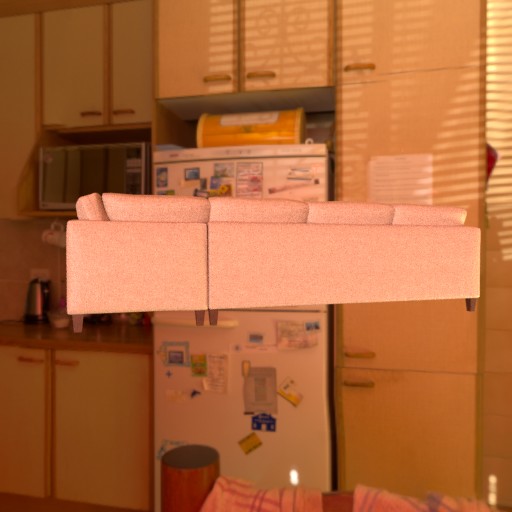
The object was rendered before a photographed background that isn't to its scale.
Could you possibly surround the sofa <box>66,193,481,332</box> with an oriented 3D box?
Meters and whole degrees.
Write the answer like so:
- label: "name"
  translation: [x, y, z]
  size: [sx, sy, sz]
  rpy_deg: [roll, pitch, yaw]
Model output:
- label: "sofa"
  translation: [0.000, 0.000, 4.475]
  size: [3.333, 0.934, 2.522]
  rpy_deg: [0, 1, -18]
